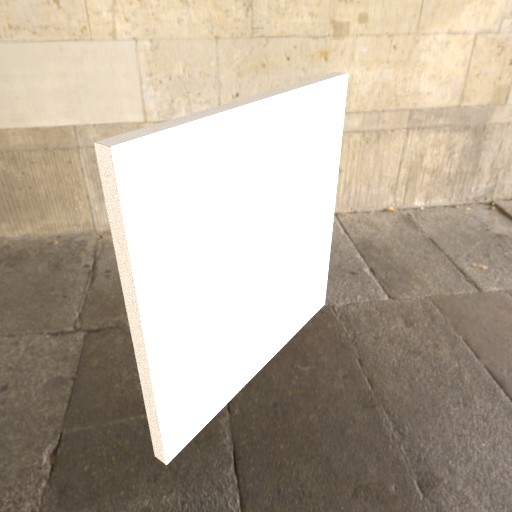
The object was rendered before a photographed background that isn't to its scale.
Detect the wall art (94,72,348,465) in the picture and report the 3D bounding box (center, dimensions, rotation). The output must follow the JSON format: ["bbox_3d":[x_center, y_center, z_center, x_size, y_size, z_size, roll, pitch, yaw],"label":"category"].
[{"bbox_3d":[0.000,0.000,1.111,0.040,0.762,0.762,21,37,30],"label":"wall art"}]
